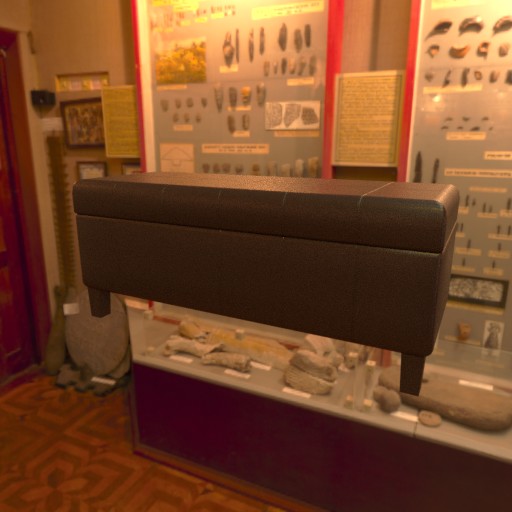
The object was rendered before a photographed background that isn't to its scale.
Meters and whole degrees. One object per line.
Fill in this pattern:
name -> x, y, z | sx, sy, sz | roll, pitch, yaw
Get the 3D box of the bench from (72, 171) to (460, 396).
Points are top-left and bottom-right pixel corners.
bench -> 0.000, 0.000, 1.373 | 1.092, 0.457, 0.429 | 8, 17, 26
